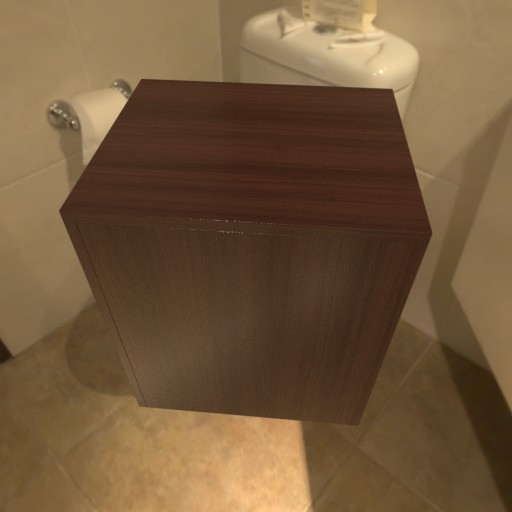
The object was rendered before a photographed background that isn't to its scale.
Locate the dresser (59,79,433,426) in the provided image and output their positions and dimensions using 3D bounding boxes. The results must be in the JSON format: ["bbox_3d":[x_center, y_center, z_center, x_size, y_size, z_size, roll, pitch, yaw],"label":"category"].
[{"bbox_3d":[0.000,0.000,0.764,0.400,0.470,0.360,4,46,4],"label":"dresser"}]
